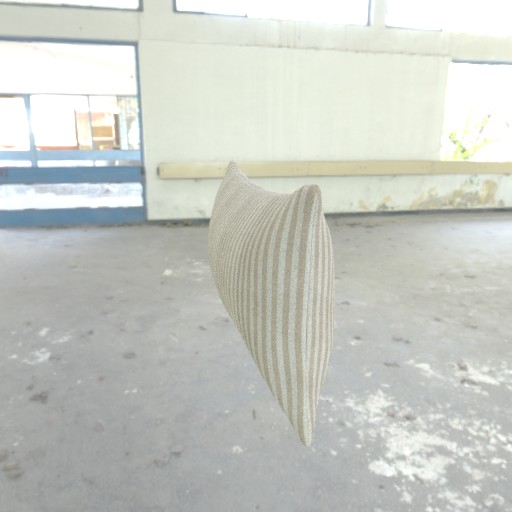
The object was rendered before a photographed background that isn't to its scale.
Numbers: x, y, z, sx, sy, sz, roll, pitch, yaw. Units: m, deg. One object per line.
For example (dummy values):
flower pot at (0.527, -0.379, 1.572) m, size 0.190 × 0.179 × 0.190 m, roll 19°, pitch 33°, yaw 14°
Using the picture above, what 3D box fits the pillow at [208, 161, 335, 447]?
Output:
pillow at (0.000, 0.000, 0.750) m, size 0.151 × 0.295 × 0.617 m, roll -3°, pitch 15°, yaw -10°
